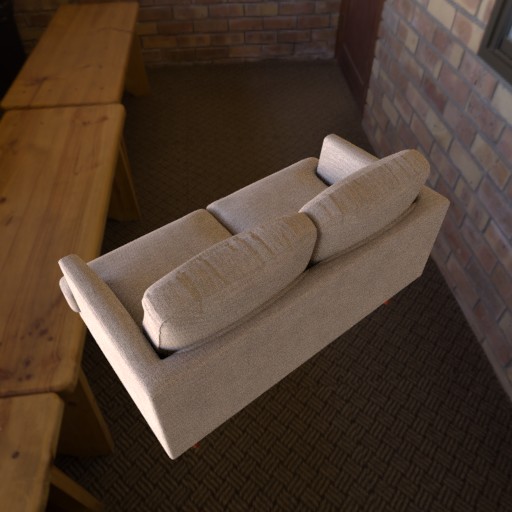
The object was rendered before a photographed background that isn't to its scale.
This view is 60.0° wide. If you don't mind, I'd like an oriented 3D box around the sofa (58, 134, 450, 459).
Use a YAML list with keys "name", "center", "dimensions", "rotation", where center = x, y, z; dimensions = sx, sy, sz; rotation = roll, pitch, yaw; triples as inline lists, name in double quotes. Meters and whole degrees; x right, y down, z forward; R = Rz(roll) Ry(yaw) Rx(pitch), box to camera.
- name: "sofa"
  center: [0.000, 0.000, 2.076]
  dimensions: [1.582, 0.944, 0.903]
  rotation: [-30, 53, -26]
